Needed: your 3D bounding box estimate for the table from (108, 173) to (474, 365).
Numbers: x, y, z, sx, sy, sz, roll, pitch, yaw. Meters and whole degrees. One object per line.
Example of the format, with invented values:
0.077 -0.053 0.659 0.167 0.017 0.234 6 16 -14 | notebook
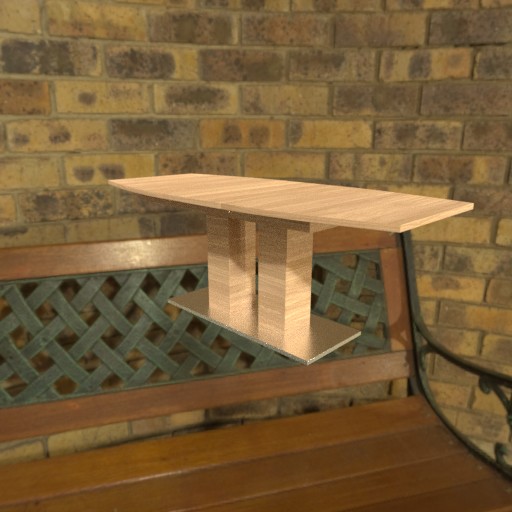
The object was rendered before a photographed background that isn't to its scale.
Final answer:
0.000 0.000 2.507 2.032 0.750 0.900 15 22 43 | table
